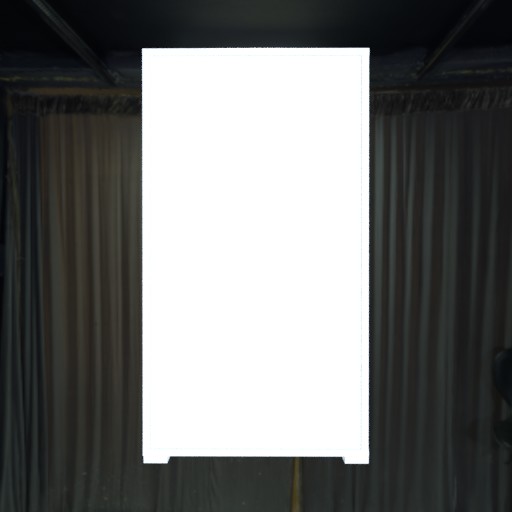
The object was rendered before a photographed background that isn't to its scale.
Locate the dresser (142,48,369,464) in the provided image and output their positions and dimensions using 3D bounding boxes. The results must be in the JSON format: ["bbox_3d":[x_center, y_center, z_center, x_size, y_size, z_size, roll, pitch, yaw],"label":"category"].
[{"bbox_3d":[0.000,0.000,1.470,0.650,1.190,0.400,0,0,0],"label":"dresser"}]
